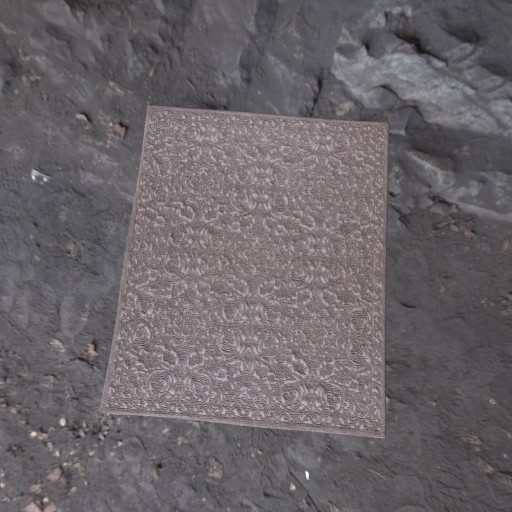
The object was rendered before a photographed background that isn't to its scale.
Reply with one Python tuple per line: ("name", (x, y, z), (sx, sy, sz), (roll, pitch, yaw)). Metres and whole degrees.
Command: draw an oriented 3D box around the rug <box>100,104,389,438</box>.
("rug", (0.000, 0.000, 4.165), (2.472, 0.035, 3.017), (4, 76, 1))
